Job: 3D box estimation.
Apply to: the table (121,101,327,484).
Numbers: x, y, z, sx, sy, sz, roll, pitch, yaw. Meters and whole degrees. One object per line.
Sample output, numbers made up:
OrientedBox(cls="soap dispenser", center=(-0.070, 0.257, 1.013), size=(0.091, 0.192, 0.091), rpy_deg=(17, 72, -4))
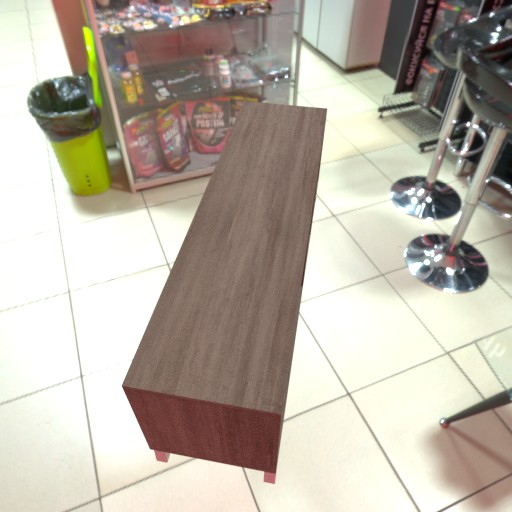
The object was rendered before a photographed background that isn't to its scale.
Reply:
OrientedBox(cls="table", center=(0.000, 0.000, 1.772), size=(0.400, 0.530, 1.500), rpy_deg=(8, 47, 7))
